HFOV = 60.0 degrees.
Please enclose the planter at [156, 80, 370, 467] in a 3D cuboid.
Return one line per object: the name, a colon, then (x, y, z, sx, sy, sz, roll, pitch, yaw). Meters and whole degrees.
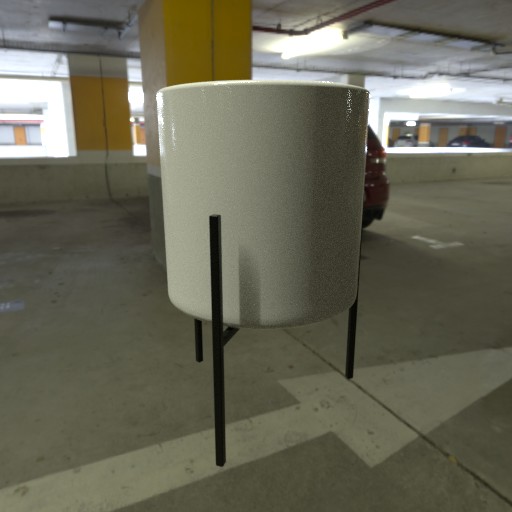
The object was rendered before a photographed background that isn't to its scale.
planter: (0.000, 0.000, 0.515, 0.239, 0.356, 0.239, -14, 20, -42)
